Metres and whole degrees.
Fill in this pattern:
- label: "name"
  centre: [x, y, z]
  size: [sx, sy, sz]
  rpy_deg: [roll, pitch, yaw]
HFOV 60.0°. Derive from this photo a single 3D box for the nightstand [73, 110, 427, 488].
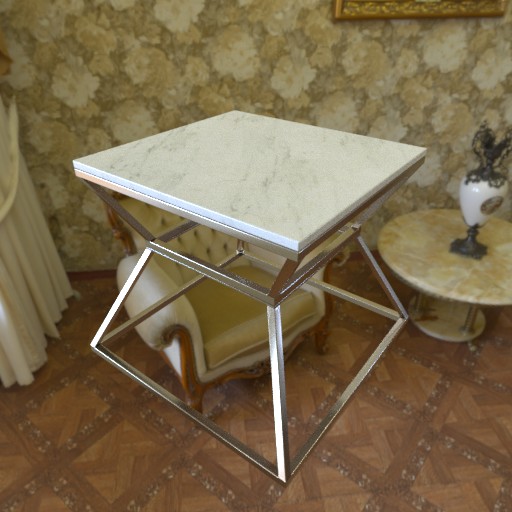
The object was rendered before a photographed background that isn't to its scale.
- label: "nightstand"
  centre: [0.000, 0.000, 0.899]
  size: [0.513, 0.426, 0.514]
  rpy_deg: [22, 38, 31]
